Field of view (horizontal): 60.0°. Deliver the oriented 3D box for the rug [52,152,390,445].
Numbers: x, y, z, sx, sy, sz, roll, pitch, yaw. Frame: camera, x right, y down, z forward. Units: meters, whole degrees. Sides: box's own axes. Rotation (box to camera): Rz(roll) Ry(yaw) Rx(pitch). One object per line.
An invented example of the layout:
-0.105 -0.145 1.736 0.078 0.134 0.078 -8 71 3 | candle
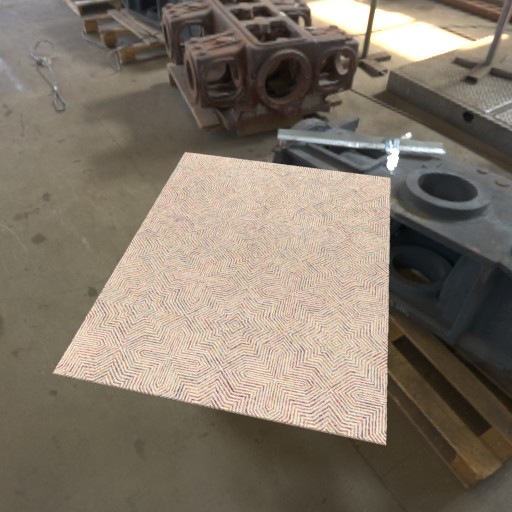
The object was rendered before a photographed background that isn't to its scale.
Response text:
0.000 0.000 4.156 2.442 0.008 3.046 9 47 9 | rug
